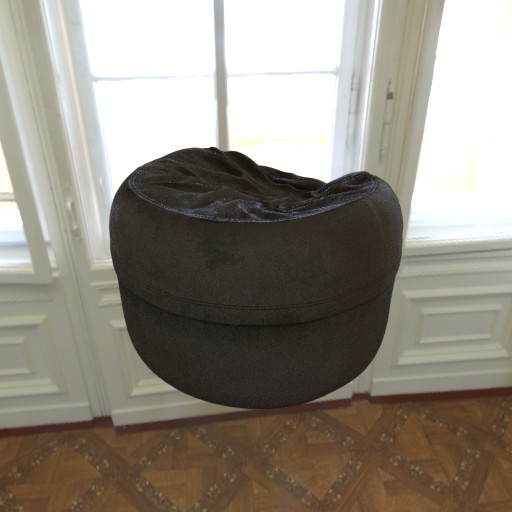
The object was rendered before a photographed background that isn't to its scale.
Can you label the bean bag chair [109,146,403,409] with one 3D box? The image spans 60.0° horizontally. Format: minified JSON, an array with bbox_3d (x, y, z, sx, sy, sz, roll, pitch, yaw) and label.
[{"bbox_3d":[0.000,0.000,1.485,0.918,0.605,0.918,0,28,0],"label":"bean bag chair"}]
